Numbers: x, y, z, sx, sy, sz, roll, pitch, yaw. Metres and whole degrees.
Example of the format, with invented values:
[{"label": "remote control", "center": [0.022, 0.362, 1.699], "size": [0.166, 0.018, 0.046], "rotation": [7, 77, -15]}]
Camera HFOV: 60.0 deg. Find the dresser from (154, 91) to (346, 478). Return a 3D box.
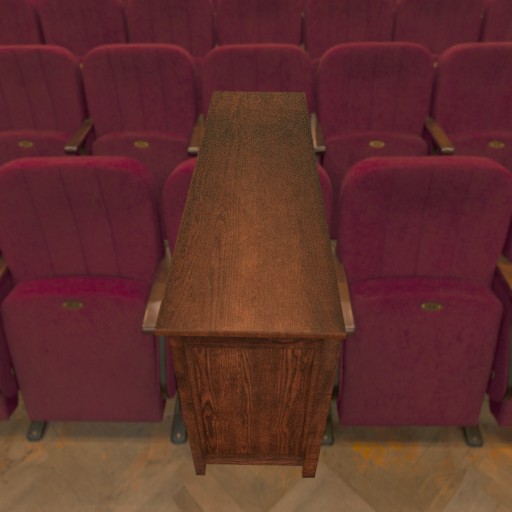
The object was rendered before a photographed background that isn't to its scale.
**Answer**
[{"label": "dresser", "center": [0.000, 0.000, 1.924], "size": [0.463, 0.856, 1.551], "rotation": [1, 41, 1]}]
